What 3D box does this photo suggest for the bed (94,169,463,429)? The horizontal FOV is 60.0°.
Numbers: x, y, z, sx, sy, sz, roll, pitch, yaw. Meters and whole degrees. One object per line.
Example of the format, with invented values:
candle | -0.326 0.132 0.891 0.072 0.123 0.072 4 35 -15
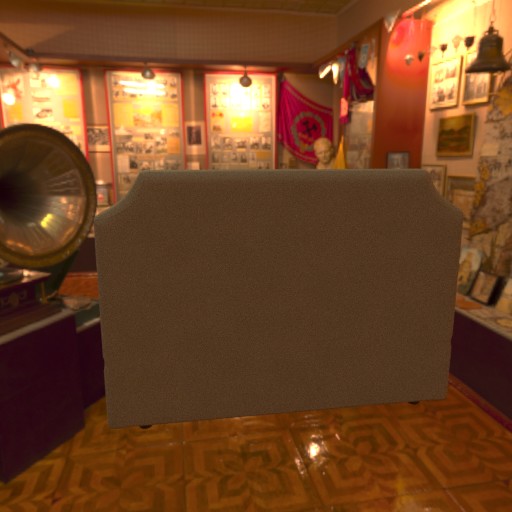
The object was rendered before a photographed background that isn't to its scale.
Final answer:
bed | 0.000 0.000 3.238 1.831 1.297 2.181 -2 13 -9
